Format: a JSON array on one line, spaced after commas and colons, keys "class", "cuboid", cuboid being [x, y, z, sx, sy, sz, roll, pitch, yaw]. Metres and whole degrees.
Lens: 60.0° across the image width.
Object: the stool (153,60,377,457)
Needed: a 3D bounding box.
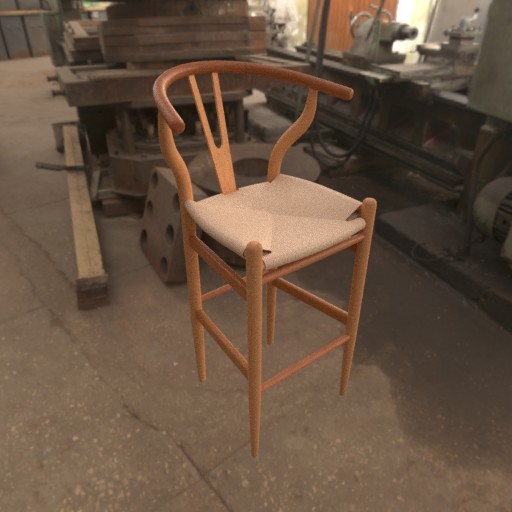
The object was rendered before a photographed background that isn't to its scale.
[{"class": "stool", "cuboid": [0.000, 0.000, 1.385, 0.574, 1.068, 0.561, -22, 37, -32]}]
